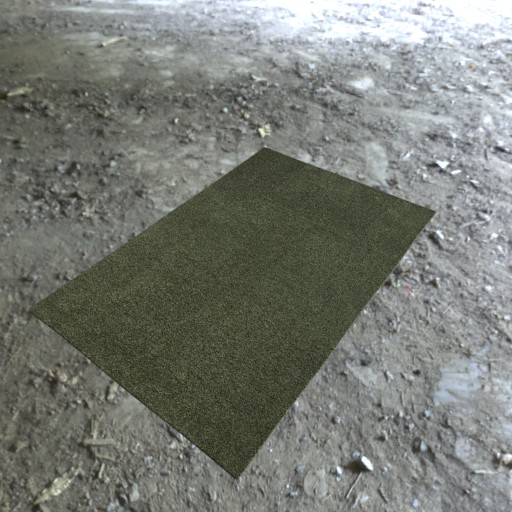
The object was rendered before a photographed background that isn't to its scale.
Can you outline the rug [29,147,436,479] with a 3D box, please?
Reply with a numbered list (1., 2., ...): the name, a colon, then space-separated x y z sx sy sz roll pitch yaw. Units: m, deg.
1. rug: 0.000 0.000 3.369 1.802 0.026 2.699 27 50 26
